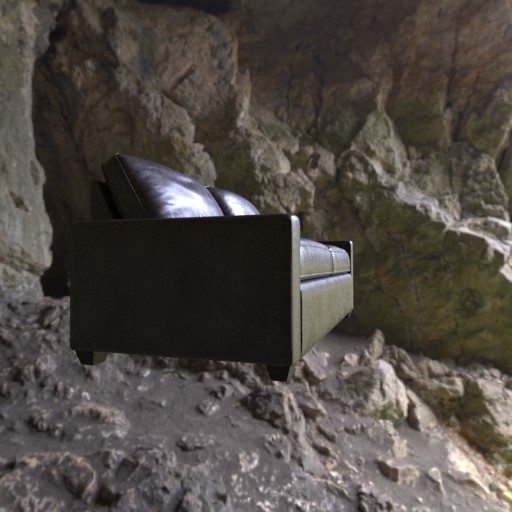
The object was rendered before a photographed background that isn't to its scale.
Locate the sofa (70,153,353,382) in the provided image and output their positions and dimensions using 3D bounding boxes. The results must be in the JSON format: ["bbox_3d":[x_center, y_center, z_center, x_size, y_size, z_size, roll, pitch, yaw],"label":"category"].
[{"bbox_3d":[0.000,0.000,2.630,0.939,0.916,2.081,0,-1,18],"label":"sofa"}]
